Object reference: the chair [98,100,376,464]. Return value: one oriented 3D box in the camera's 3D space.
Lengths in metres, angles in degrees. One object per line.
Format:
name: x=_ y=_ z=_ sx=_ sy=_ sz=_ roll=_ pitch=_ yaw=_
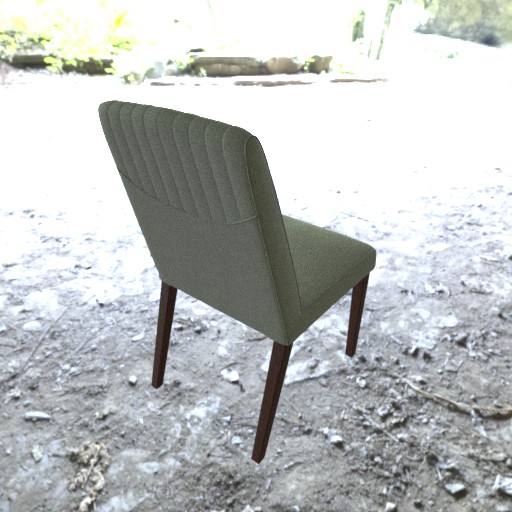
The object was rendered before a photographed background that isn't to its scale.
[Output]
chair: x=0.000 y=0.000 z=1.248 sx=0.480 sy=0.900 sz=0.594 roll=22 pitch=37 yaw=33
